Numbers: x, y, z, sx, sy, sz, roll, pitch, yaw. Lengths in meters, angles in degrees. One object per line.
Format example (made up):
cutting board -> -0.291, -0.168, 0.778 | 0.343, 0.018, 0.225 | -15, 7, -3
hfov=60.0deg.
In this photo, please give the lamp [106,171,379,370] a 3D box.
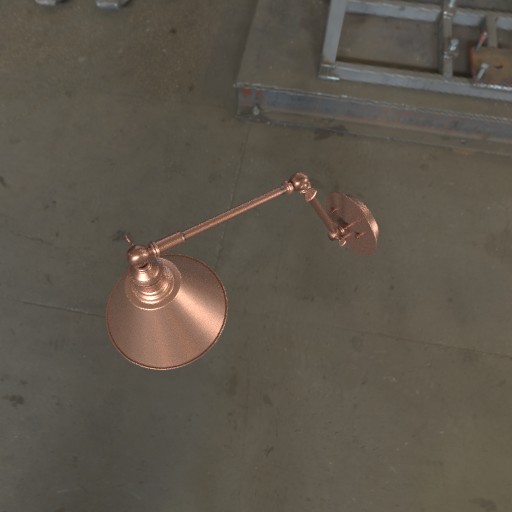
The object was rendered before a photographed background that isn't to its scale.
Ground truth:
lamp -> 0.000, 0.000, 0.883 | 0.624, 0.502, 0.223 | -32, 69, -14
